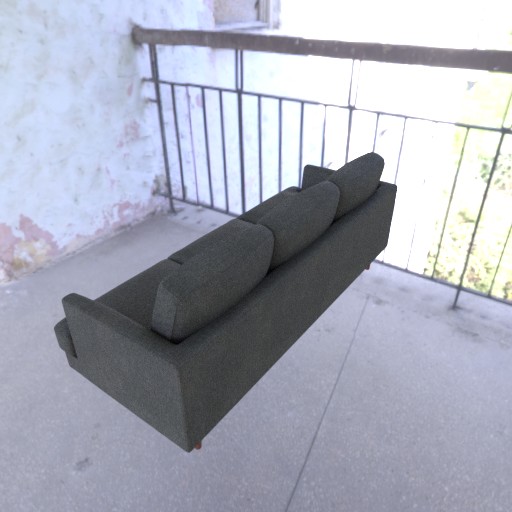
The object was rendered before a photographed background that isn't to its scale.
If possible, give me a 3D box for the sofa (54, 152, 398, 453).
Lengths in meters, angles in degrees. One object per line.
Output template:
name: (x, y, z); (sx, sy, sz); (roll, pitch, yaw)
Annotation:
sofa: (0.000, 0.000, 2.733); (0.903, 0.930, 2.246); (21, 37, 30)
